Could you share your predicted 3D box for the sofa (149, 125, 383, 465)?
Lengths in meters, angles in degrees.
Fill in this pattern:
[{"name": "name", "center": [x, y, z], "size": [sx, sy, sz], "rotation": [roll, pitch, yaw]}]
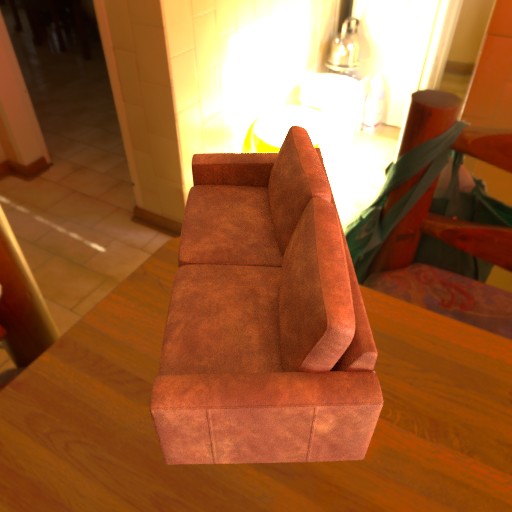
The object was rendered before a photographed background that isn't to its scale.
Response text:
[{"name": "sofa", "center": [0.000, 0.000, 2.724], "size": [1.016, 0.873, 2.179], "rotation": [-1, 41, -1]}]
